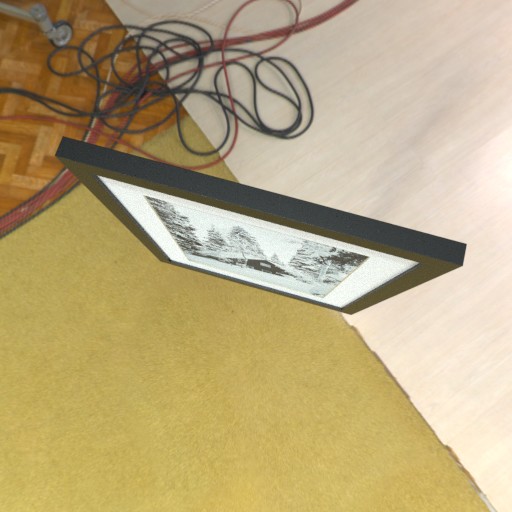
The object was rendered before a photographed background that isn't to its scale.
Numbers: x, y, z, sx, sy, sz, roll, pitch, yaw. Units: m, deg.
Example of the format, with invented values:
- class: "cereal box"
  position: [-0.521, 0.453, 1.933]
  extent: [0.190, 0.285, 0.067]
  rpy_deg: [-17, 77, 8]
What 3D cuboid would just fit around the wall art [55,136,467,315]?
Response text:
- class: "wall art"
  position: [0.000, 0.000, 0.535]
  extent: [0.325, 0.397, 0.018]
  rpy_deg: [15, 78, 3]
